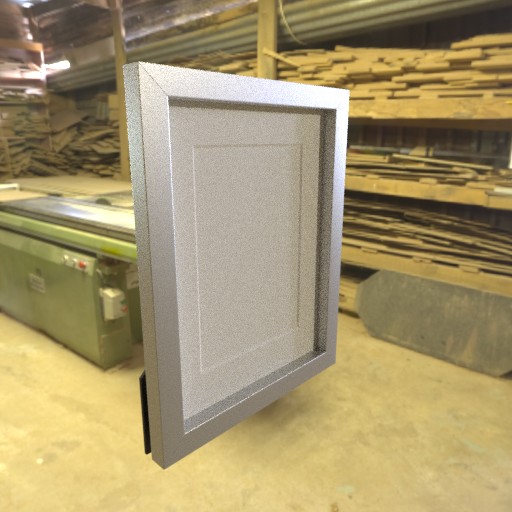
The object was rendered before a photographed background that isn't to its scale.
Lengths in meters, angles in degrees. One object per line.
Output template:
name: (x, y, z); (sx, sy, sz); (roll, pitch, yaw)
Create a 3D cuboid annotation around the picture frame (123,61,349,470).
picture frame: (0.000, 0.000, 0.521); (0.036, 0.386, 0.307); (14, 20, 42)
